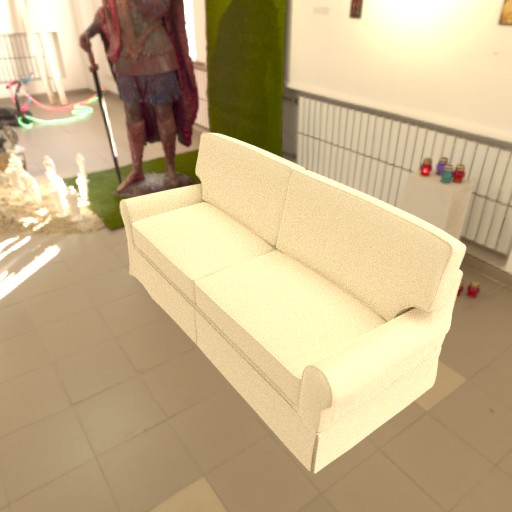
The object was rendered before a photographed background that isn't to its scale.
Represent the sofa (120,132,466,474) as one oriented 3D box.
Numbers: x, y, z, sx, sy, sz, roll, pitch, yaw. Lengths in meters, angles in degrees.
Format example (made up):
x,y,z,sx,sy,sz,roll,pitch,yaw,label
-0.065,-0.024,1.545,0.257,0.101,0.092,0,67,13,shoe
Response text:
x,y,z,sx,sy,sz,roll,pitch,yaw,label
0.000,0.000,2.497,0.862,0.937,2.021,-21,37,-30,sofa
